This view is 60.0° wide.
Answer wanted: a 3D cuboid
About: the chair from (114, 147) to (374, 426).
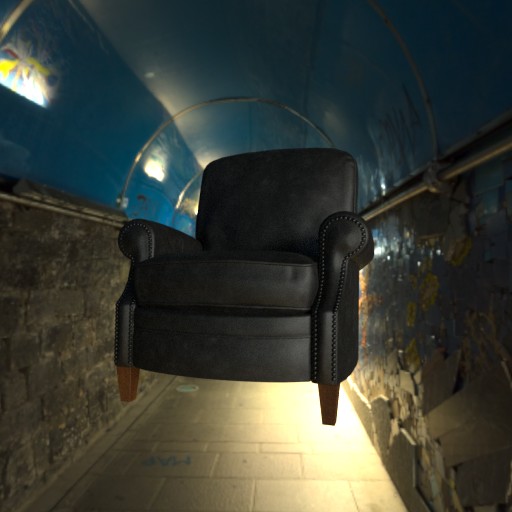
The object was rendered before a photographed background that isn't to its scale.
[{"bbox_3d":[0.000,0.000,1.790,0.936,1.018,0.986,0,-1,19],"label":"chair"}]
